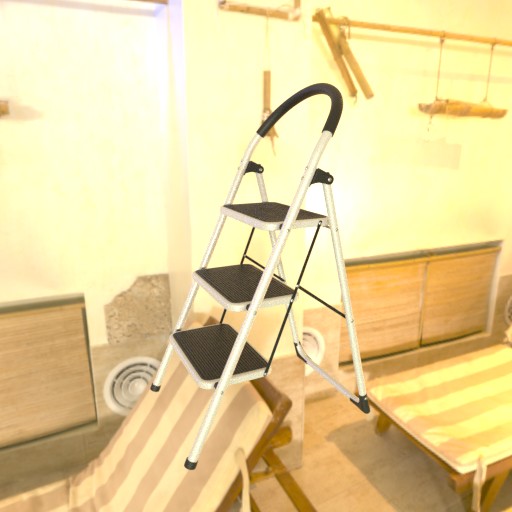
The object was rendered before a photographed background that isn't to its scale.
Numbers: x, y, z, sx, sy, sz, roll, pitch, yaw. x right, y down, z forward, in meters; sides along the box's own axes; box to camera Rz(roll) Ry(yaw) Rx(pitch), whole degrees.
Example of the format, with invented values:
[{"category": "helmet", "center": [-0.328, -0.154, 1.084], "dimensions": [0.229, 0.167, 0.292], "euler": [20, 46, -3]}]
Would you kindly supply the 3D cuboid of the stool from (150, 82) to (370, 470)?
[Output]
[{"category": "stool", "center": [0.000, 0.000, 1.488], "dimensions": [0.676, 1.109, 0.485], "euler": [-7, 16, -24]}]
